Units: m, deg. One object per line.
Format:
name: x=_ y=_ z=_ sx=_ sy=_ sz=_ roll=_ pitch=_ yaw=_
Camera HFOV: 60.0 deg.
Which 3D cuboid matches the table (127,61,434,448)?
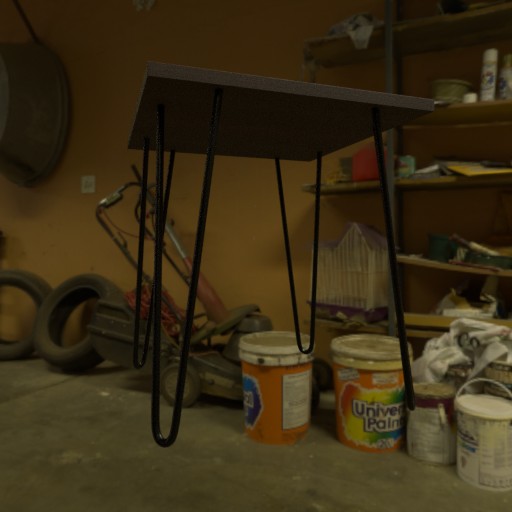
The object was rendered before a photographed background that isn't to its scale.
table: x=0.000 y=0.000 z=0.941 sx=0.495 sy=0.559 sz=0.495 roll=0 pitch=1 yaw=-19
